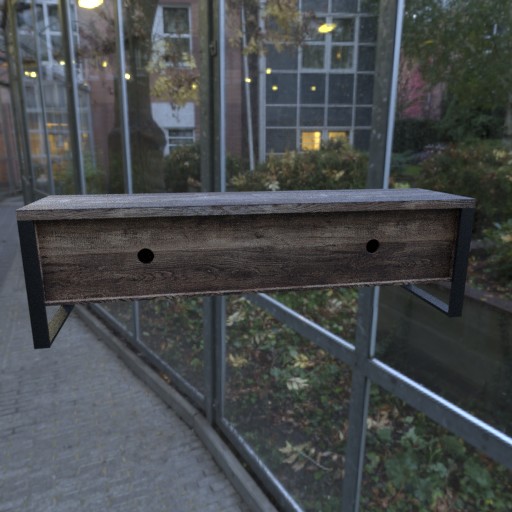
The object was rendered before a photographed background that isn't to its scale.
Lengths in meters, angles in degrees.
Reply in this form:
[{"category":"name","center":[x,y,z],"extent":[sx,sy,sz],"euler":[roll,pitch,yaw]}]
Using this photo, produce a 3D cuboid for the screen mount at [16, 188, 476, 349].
[{"category":"screen mount","center":[0.000,0.000,1.693],"extent":[1.524,0.450,0.395],"euler":[-3,15,-10]}]
